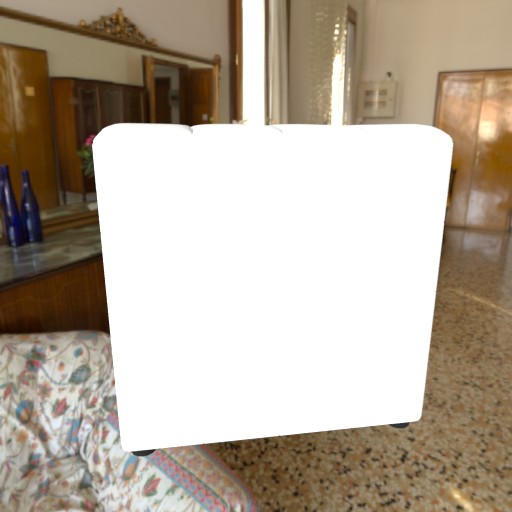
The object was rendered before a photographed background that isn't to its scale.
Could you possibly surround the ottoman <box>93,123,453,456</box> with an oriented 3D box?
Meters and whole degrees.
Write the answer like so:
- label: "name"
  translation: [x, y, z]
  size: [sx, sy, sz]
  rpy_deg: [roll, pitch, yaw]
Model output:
- label: "ottoman"
  translation: [0.000, 0.000, 0.759]
  size: [0.425, 0.432, 0.425]
  rpy_deg: [-2, 16, -9]
